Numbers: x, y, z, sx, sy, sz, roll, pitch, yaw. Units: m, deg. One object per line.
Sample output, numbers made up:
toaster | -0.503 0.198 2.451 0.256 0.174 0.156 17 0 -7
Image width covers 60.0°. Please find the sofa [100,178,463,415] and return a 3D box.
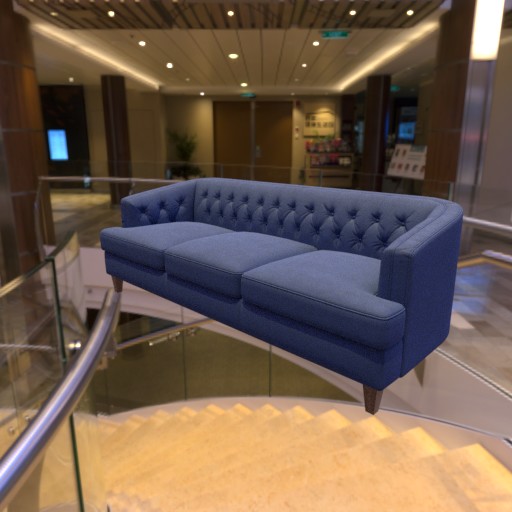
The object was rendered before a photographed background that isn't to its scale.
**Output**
sofa | 0.000 0.000 2.679 2.235 0.787 0.914 14 20 43
